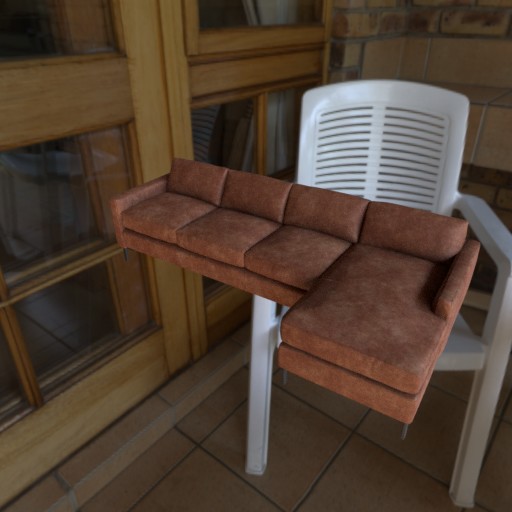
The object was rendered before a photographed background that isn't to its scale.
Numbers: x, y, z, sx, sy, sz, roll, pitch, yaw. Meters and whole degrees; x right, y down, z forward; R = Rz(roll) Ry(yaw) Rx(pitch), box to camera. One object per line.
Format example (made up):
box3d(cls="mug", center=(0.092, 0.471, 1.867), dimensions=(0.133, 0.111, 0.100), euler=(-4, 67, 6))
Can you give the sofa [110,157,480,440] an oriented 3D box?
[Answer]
box3d(cls="sofa", center=(0.000, 0.000, 3.518), dimensions=(2.993, 0.859, 1.471), euler=(18, 34, 28))
